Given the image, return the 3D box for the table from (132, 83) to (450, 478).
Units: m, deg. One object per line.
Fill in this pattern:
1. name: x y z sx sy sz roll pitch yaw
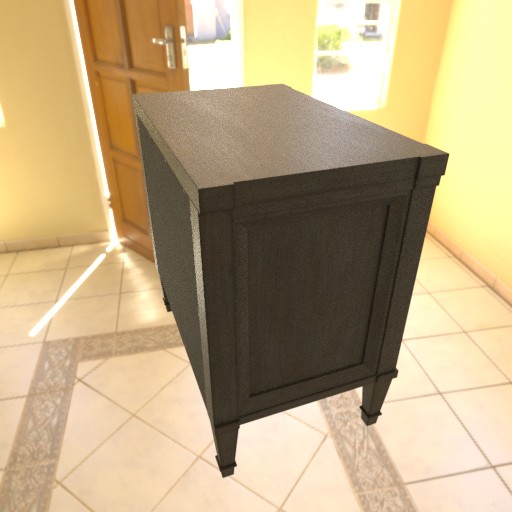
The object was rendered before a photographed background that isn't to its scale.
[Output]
1. table: 0.000 0.000 1.073 0.413 0.660 0.660 -11 33 -18
